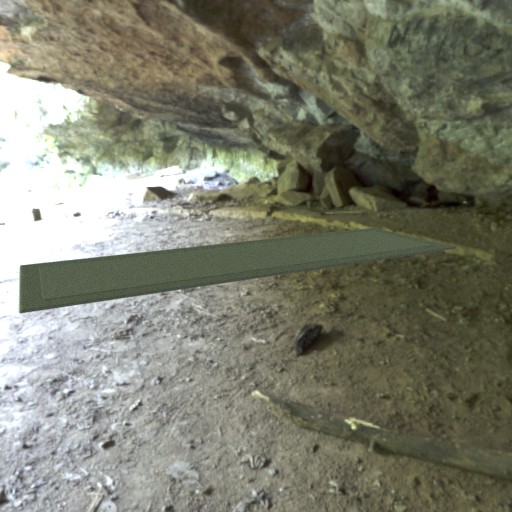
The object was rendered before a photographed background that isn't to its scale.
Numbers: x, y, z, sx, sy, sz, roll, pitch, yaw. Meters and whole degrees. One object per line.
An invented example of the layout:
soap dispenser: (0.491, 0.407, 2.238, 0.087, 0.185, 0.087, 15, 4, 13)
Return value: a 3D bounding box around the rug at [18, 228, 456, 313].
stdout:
rug: (0.000, 0.000, 2.560, 2.430, 0.012, 0.759, -7, 16, -26)
